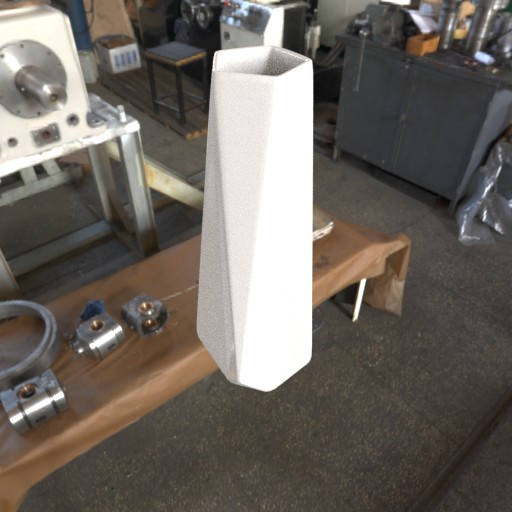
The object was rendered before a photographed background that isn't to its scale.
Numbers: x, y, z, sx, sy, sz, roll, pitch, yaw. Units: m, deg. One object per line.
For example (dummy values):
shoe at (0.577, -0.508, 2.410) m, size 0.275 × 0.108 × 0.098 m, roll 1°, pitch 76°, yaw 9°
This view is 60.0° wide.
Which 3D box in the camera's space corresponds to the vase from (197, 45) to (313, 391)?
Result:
vase at (0.000, 0.000, 0.393) m, size 0.122 × 0.329 × 0.116 m, roll 11°, pitch 42°, yaw 12°
